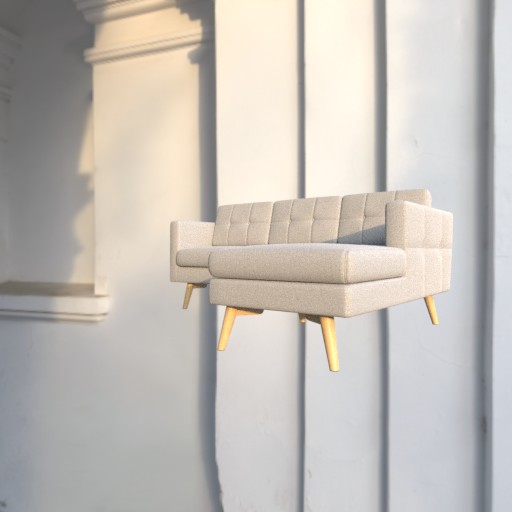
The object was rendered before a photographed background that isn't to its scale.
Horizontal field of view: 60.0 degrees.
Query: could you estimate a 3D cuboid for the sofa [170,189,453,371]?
[{"bbox_3d":[0.000,0.000,2.838,2.040,0.860,1.530,0,1,37],"label":"sofa"}]
